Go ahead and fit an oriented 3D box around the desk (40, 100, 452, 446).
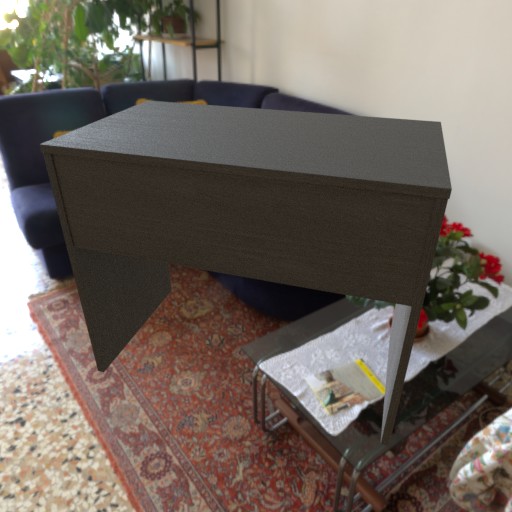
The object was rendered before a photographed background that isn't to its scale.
[{"bbox_3d":[0.000,0.000,1.298,0.893,0.724,0.498,9,32,15],"label":"desk"}]
